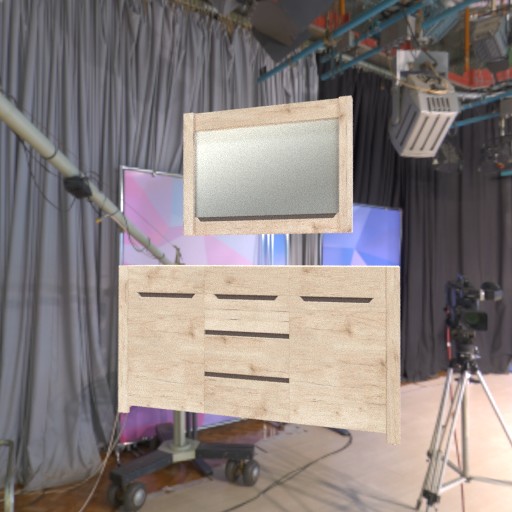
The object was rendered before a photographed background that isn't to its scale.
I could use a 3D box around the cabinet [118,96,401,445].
[{"bbox_3d":[0.000,0.000,2.762,1.700,1.981,0.420,0,-1,17],"label":"cabinet"}]
